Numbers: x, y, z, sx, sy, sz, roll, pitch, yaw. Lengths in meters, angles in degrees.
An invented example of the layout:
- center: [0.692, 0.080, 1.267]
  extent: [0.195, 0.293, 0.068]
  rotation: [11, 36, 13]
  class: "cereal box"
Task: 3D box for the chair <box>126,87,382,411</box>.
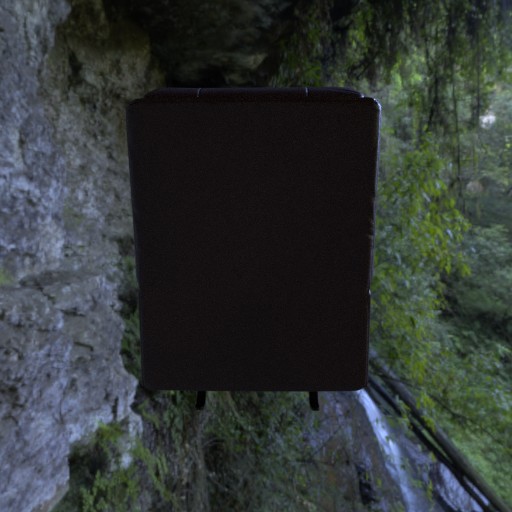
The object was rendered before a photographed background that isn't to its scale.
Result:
- center: [0.000, 0.000, 1.771]
  extent: [0.838, 1.054, 1.014]
  rotation: [0, -1, 1]
  class: "chair"
